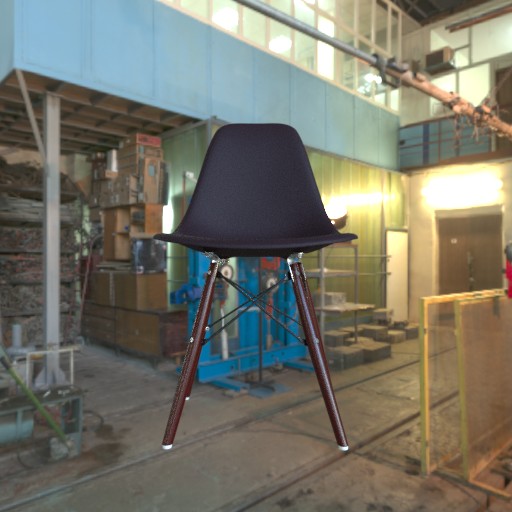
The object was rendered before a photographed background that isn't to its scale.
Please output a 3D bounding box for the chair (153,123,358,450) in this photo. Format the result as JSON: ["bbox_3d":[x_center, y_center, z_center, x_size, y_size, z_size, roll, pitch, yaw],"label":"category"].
[{"bbox_3d":[0.000,0.000,1.128,0.470,0.826,0.533,0,0,0],"label":"chair"}]
